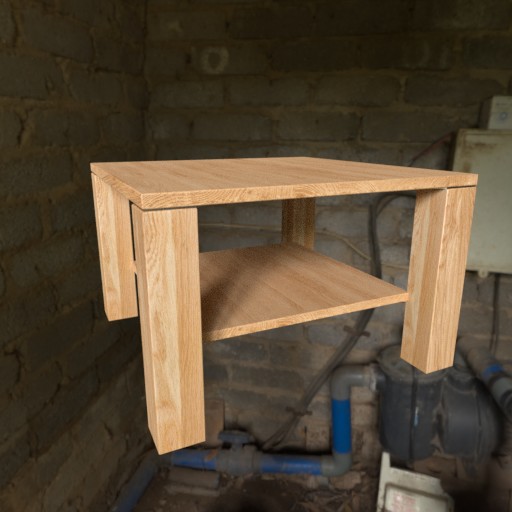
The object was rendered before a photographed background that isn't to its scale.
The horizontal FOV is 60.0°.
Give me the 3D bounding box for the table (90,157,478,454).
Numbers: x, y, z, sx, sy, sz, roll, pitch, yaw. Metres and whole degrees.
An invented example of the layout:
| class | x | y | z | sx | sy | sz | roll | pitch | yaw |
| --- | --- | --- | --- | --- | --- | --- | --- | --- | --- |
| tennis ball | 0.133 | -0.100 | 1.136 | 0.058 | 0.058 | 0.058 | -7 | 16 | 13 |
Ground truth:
| class | x | y | z | sx | sy | sz | roll | pitch | yaw |
| --- | --- | --- | --- | --- | --- | --- | --- | --- | --- |
| table | 0.000 | 0.000 | 1.148 | 0.700 | 0.450 | 0.700 | -7 | 17 | -24 |
